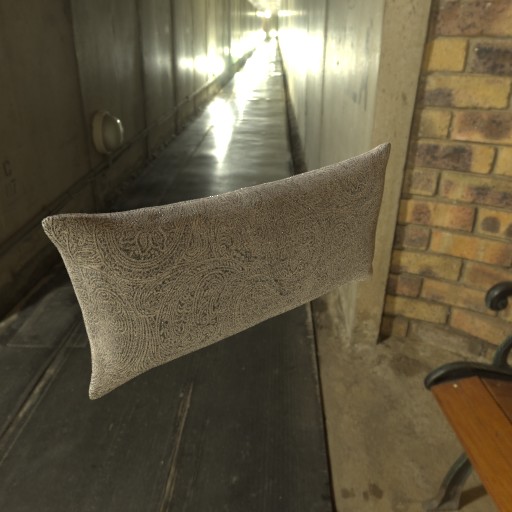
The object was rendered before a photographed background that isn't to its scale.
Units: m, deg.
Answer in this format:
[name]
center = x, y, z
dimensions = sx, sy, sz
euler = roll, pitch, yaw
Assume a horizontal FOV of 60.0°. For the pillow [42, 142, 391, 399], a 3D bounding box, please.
[pillow]
center = 0.000, 0.000, 0.744
dimensions = 0.615, 0.295, 0.151
euler = -19, 34, -31
